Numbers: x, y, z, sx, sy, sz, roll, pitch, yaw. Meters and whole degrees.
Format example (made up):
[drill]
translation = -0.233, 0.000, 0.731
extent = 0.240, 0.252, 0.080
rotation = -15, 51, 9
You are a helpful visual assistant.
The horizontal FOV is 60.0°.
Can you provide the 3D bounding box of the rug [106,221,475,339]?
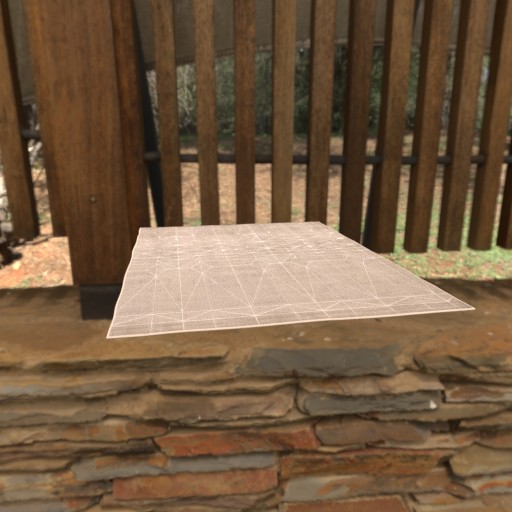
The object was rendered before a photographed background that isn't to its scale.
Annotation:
[rug]
translation = 0.000, 0.000, 4.419
extent = 2.449, 0.019, 3.357
rotation = -3, 15, -10
